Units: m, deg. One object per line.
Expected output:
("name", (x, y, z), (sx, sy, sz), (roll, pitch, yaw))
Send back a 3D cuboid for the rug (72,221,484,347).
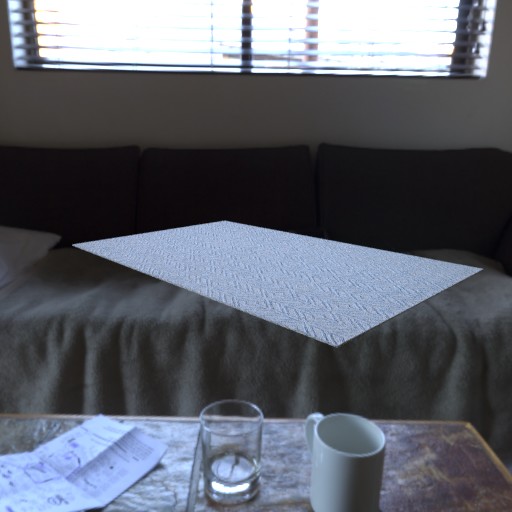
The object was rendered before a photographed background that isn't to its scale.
("rug", (0.000, 0.000, 3.048), (1.526, 0.008, 2.441), (-14, 20, -43))
